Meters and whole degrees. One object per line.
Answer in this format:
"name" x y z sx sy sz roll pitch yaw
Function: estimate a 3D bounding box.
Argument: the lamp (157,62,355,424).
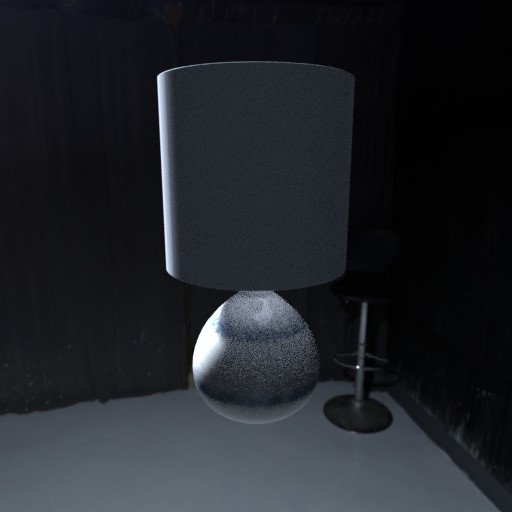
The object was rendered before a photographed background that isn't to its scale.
"lamp" 0.000 0.000 0.543 0.216 0.404 0.216 -2 13 -9
